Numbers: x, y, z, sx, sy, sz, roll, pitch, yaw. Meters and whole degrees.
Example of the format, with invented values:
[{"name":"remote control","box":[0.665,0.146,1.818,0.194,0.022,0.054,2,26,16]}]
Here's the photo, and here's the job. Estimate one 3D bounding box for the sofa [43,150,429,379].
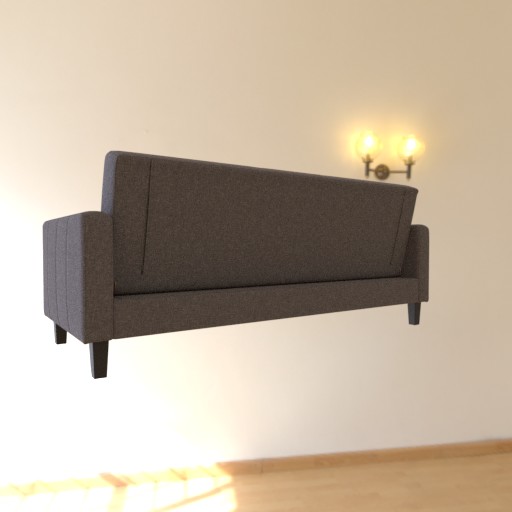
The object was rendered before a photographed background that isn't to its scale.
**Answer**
[{"name":"sofa","box":[0.000,0.000,2.437,2.040,0.850,0.810,-1,2,-35]}]
